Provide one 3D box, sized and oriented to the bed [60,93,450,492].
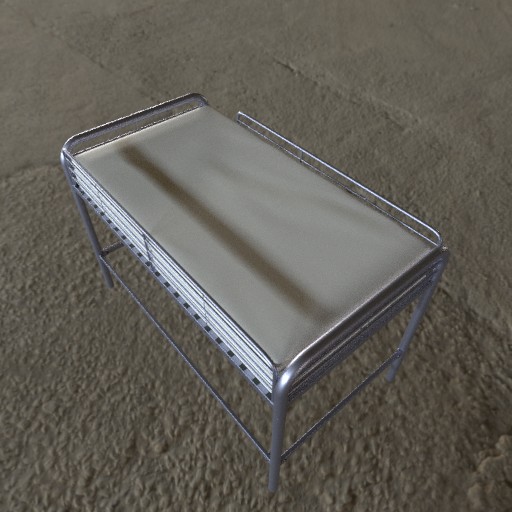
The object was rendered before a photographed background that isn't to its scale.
[{"bbox_3d":[0.000,0.000,2.813,1.415,1.288,1.965,-31,54,-26],"label":"bed"}]
